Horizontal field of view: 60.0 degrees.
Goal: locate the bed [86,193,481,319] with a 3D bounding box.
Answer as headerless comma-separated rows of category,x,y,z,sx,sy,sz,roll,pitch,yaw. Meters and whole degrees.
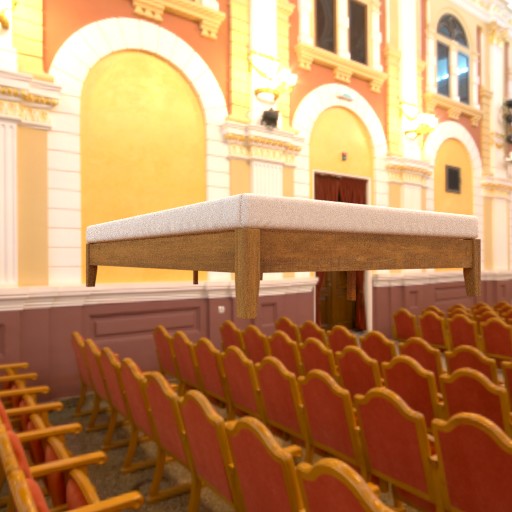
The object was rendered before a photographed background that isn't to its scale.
bed,0.000,0.000,2.744,1.536,0.431,2.016,0,0,-35
